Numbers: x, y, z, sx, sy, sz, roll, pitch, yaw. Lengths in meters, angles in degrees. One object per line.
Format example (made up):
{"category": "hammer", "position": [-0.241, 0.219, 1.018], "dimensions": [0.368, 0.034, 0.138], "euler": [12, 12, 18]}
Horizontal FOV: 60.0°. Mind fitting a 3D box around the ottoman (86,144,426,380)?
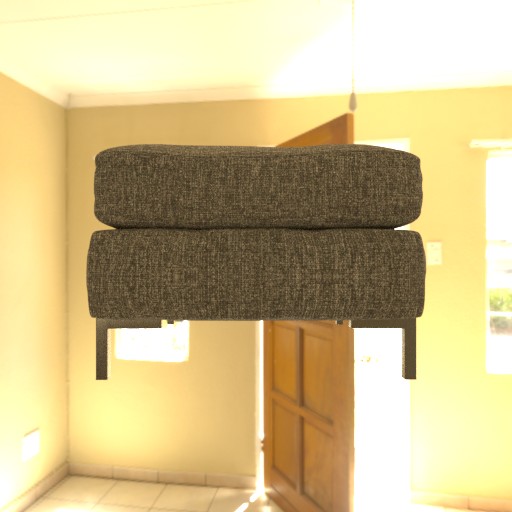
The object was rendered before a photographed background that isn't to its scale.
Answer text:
{"category": "ottoman", "position": [0.000, 0.000, 1.214], "dimensions": [0.683, 0.480, 0.828], "euler": [0, 0, 0]}
